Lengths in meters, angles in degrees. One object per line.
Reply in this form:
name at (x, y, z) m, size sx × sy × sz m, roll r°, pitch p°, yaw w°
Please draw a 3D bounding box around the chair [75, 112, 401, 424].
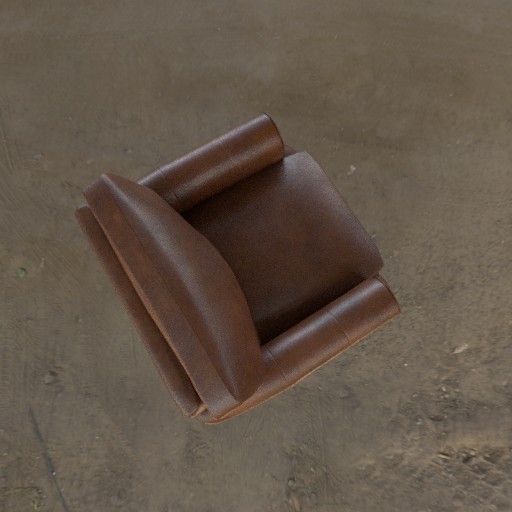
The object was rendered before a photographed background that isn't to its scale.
chair at (0.000, 0.000, 1.783) m, size 0.992 × 0.972 × 0.989 m, roll -31°, pitch 78°, yaw -7°
